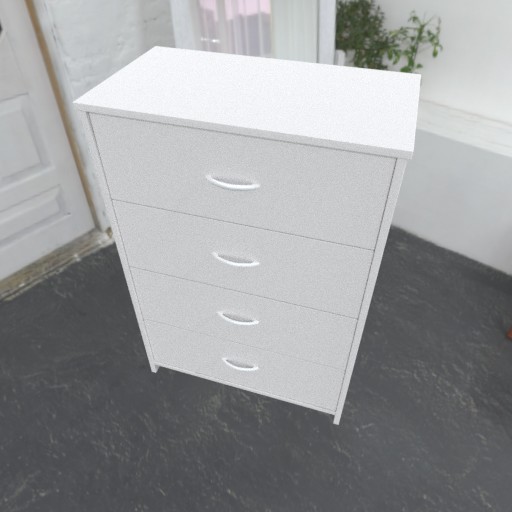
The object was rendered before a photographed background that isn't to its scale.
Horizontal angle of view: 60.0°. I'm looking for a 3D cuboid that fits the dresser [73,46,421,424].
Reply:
[{"bbox_3d":[0.000,0.000,1.342,0.704,1.021,0.401,12,44,13],"label":"dresser"}]
